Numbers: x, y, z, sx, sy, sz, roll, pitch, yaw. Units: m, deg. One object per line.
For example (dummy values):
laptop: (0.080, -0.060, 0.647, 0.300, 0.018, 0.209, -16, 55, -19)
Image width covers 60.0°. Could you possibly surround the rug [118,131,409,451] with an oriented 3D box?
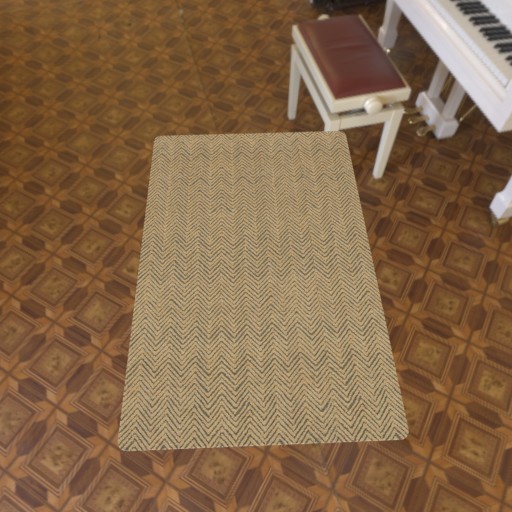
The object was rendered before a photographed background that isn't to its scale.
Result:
rug: (0.000, 0.000, 2.198, 1.144, 0.008, 1.752, -2, 57, -1)
